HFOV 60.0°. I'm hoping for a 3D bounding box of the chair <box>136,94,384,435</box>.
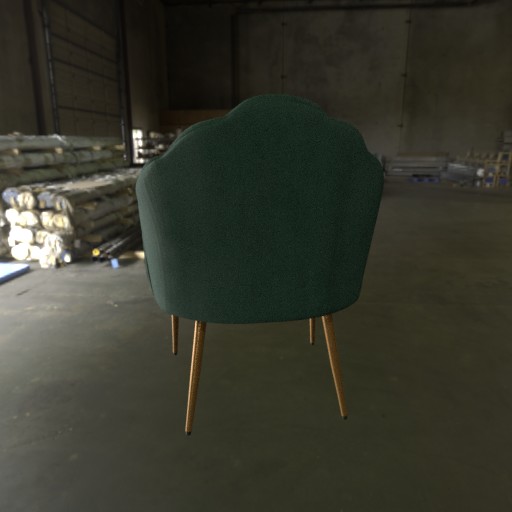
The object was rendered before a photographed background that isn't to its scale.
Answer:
[{"bbox_3d":[0.000,0.000,1.266,0.657,0.819,0.599,-2,15,-9],"label":"chair"}]
